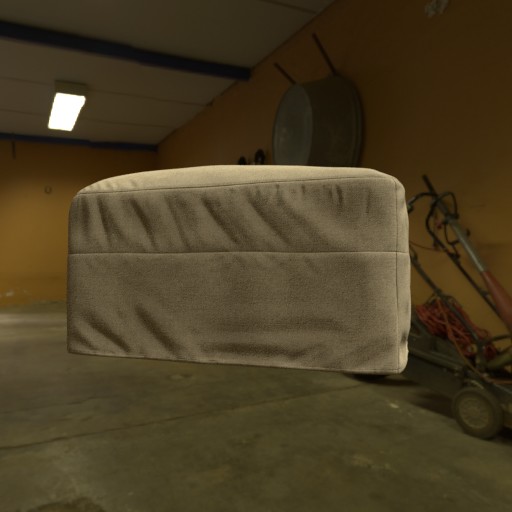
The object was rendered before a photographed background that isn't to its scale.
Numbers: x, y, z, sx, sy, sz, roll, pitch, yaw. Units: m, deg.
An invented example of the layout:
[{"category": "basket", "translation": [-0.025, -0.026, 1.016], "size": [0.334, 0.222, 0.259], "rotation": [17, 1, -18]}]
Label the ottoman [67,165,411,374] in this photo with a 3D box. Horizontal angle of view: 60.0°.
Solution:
[{"category": "ottoman", "translation": [0.000, 0.000, 1.287], "size": [0.837, 0.481, 0.683], "rotation": [0, 0, 17]}]
